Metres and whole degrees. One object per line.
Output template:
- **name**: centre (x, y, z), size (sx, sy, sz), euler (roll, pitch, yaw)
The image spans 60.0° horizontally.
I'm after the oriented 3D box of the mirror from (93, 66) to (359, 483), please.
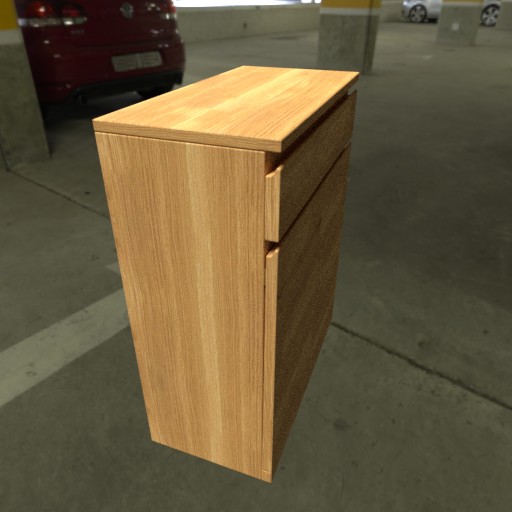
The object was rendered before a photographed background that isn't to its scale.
- **mirror**: centre (0.000, 0.000, 1.406), size (0.400, 1.000, 0.800), euler (11, 33, 18)
